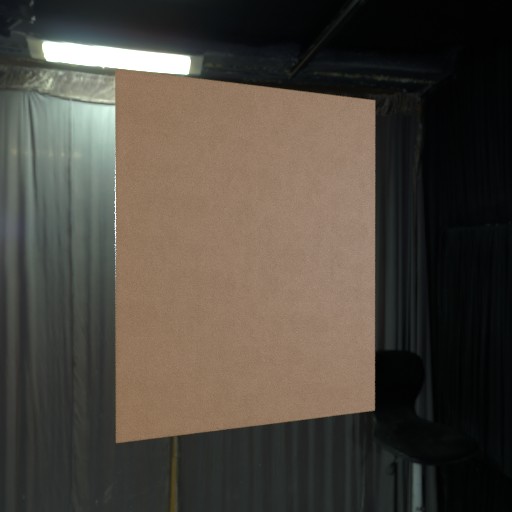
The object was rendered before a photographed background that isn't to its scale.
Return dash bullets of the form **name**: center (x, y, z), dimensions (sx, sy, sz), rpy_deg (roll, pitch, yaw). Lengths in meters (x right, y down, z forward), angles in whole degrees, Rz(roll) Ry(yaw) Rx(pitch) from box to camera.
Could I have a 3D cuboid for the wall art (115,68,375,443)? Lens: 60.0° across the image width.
- **wall art**: center (0.000, 0.000, 1.321), dimensions (0.798, 1.002, 0.030), rpy_deg (0, 0, -18)
